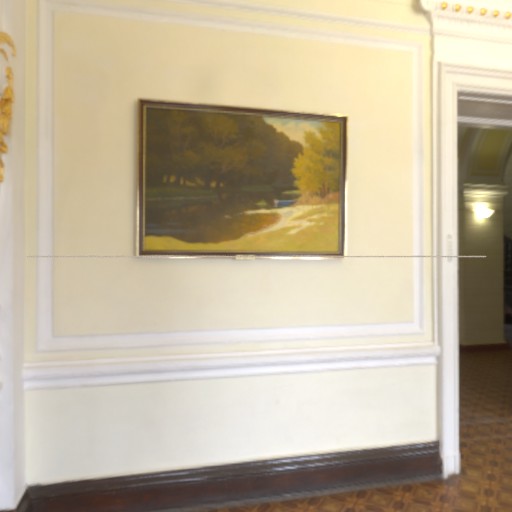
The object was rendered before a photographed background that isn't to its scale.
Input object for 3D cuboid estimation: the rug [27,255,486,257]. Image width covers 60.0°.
[{"bbox_3d":[0.000,0.000,4.156,3.051,0.021,2.448,0,0,0],"label":"rug"}]
